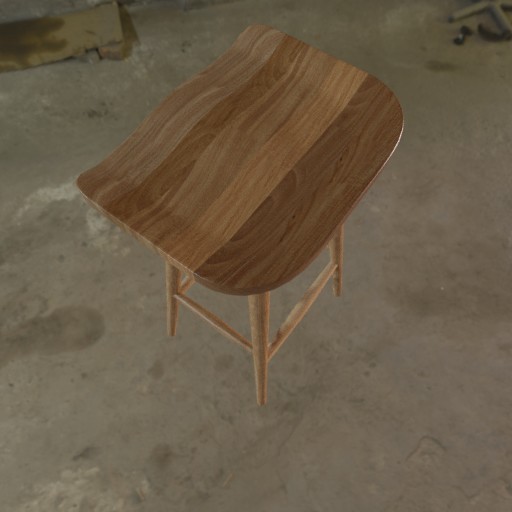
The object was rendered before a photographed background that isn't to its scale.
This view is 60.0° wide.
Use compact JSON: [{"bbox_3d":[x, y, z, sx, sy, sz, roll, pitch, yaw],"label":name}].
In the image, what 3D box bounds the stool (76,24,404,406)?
[{"bbox_3d":[0.000,0.000,0.913,0.322,0.698,0.407,33,68,16],"label":"stool"}]
